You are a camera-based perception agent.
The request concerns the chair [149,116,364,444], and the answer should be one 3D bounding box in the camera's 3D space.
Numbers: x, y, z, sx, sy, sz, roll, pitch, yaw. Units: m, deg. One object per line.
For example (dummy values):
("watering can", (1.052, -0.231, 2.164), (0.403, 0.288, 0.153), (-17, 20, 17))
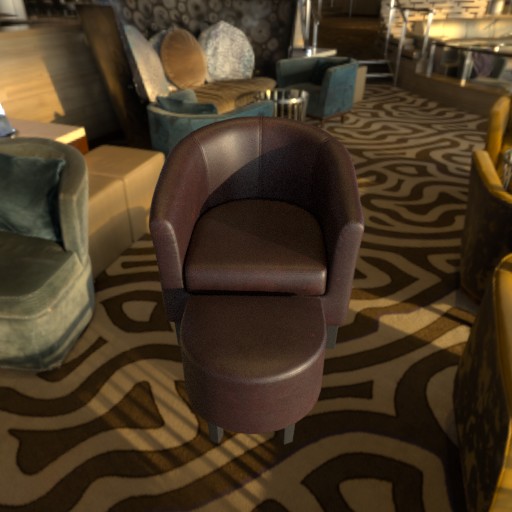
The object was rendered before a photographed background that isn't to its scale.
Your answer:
("chair", (0.000, 0.000, 1.665), (0.737, 0.755, 1.176), (1, 31, 2))
